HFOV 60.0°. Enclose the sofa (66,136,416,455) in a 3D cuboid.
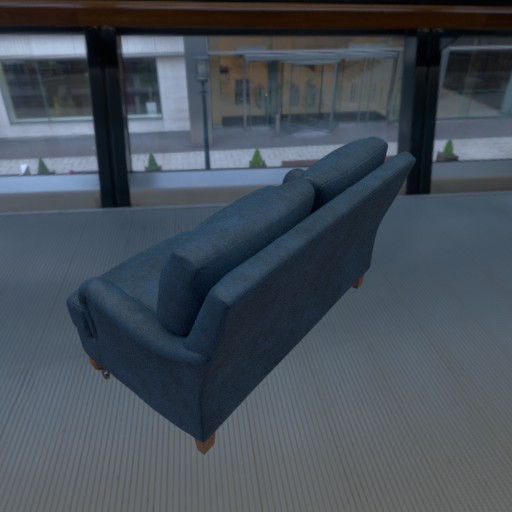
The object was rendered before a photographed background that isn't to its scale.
[{"bbox_3d":[0.000,0.000,2.536,1.084,1.101,1.853,21,37,30],"label":"sofa"}]
